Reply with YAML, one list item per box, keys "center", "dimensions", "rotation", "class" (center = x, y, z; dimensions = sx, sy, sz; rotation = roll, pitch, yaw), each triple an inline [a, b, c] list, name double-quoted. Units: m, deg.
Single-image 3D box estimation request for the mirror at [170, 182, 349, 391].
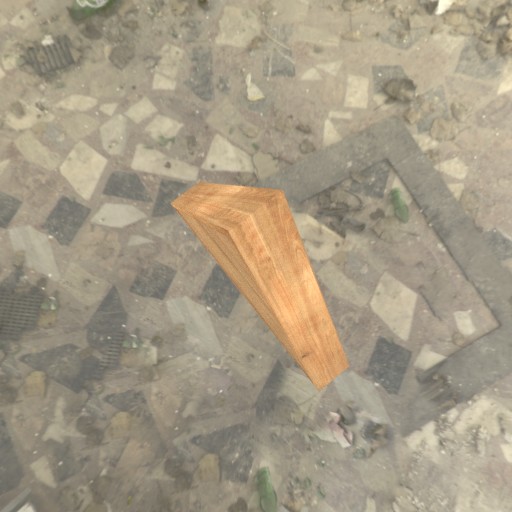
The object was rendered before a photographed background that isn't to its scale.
- center: [0.000, 0.000, 0.895]
  dimensions: [0.100, 0.548, 0.631]
  rotation: [-38, 79, -8]
  class: "mirror"
